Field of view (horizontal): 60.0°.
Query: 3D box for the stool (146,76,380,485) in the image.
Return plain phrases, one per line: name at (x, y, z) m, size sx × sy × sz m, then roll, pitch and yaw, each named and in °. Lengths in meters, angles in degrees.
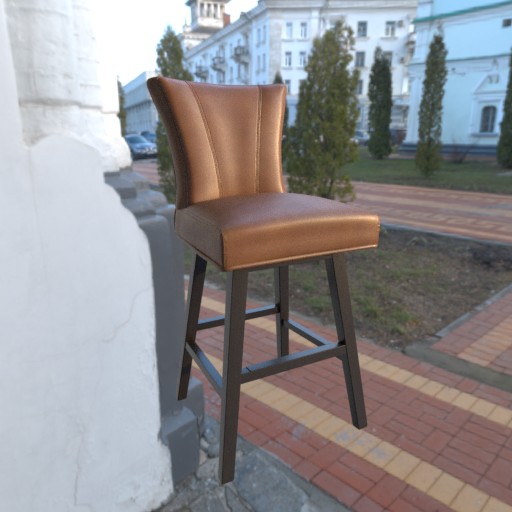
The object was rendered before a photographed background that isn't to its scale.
stool at (0.000, 0.000, 1.422) m, size 0.522 × 1.094 × 0.585 m, roll -8°, pitch 18°, yaw -28°
